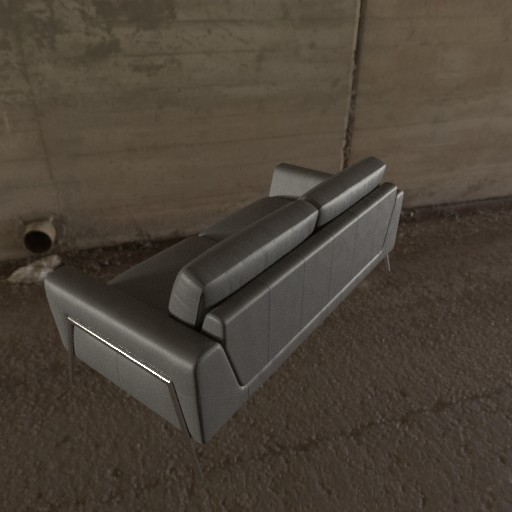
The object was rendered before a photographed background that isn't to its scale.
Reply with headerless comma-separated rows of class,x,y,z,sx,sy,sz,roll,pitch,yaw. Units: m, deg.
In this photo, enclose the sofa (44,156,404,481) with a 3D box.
sofa,0.000,0.000,2.540,0.953,0.875,2.017,21,36,31
